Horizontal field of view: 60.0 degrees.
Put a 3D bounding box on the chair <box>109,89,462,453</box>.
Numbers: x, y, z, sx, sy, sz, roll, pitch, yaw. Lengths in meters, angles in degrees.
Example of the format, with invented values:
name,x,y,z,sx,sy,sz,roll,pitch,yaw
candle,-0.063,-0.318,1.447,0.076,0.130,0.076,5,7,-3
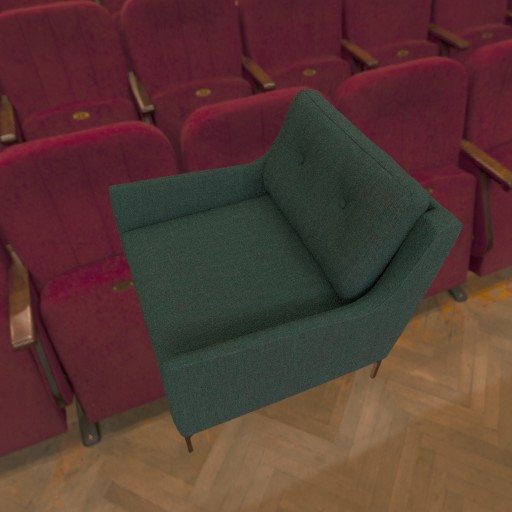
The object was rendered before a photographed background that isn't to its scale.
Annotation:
name,x,y,z,sx,sy,sz,roll,pitch,yaw
chair,0.000,0.000,1.549,0.849,0.828,0.847,-17,48,-15
